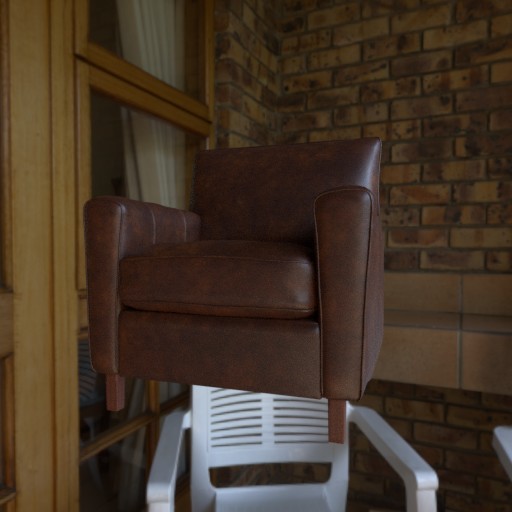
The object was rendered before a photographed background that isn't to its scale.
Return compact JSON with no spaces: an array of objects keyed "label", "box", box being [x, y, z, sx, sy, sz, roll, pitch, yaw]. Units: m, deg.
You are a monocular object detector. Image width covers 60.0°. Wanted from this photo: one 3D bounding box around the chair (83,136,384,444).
[{"label":"chair","box":[0.000,0.000,1.573,0.870,0.943,0.823,0,2,19]}]
